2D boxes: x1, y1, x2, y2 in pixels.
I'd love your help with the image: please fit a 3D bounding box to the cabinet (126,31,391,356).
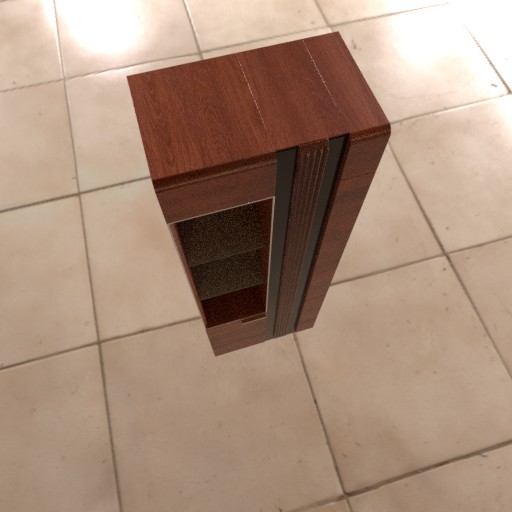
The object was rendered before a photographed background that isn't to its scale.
[{"bbox_3d":[0.000,0.000,2.134,0.660,1.980,0.420,-15,65,-7],"label":"cabinet"}]
